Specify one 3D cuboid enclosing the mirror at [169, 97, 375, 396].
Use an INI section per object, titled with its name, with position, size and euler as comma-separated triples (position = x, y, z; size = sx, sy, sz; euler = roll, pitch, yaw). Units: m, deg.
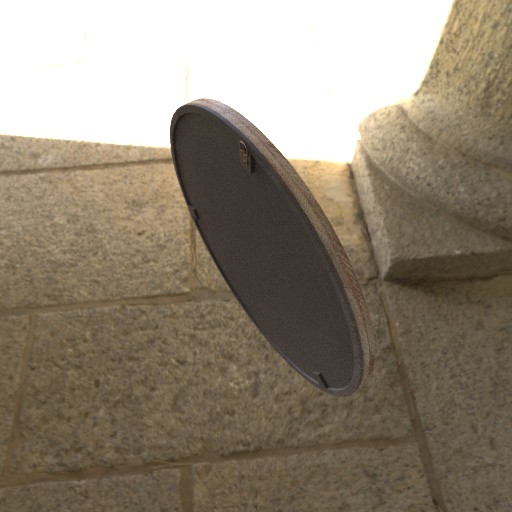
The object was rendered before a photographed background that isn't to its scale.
[mirror]
position = 0.000, 0.000, 1.004
size = 0.038, 0.710, 0.710
euler = -31, 64, -17
